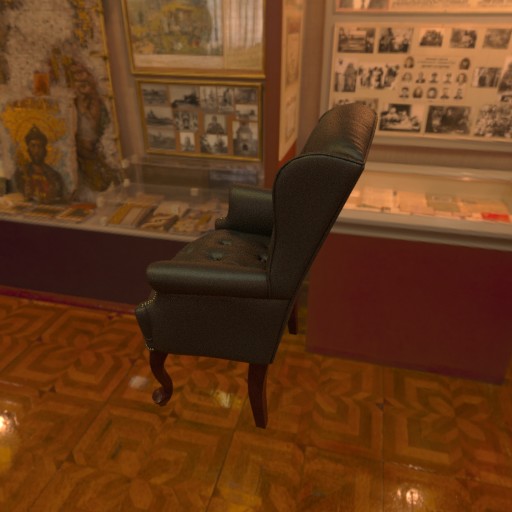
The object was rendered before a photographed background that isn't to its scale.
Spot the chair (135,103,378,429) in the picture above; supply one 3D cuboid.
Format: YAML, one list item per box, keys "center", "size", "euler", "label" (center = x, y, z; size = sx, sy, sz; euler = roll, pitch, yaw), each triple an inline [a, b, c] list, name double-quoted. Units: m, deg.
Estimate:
- center: [0.000, 0.000, 1.675]
  size: [0.762, 1.111, 0.838]
  euler: [8, 30, 14]
  label: "chair"
